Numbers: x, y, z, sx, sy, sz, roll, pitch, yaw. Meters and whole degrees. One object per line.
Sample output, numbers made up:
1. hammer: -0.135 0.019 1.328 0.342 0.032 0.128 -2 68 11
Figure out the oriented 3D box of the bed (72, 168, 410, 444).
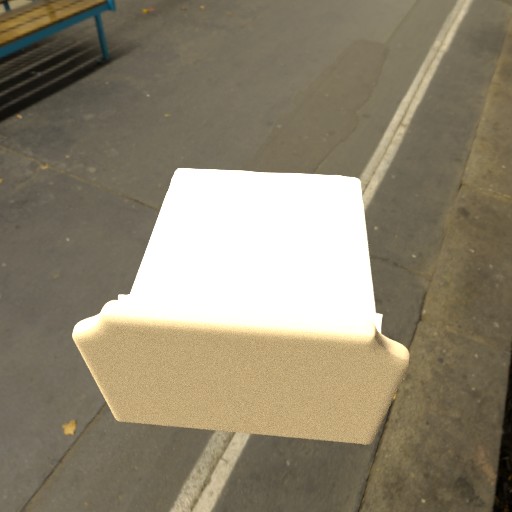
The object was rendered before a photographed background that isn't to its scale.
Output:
1. bed: 0.000 0.000 3.880 2.134 1.524 2.548 4 47 4
